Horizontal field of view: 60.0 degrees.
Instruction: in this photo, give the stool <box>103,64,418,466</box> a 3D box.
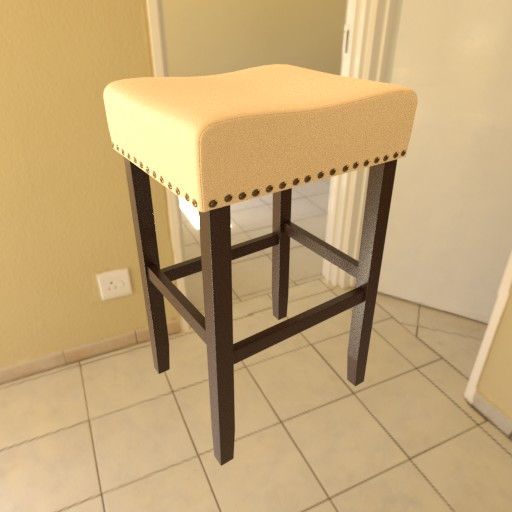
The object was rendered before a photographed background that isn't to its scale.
[{"bbox_3d":[0.000,0.000,1.029,0.471,0.762,0.401,-19,36,-29],"label":"stool"}]
